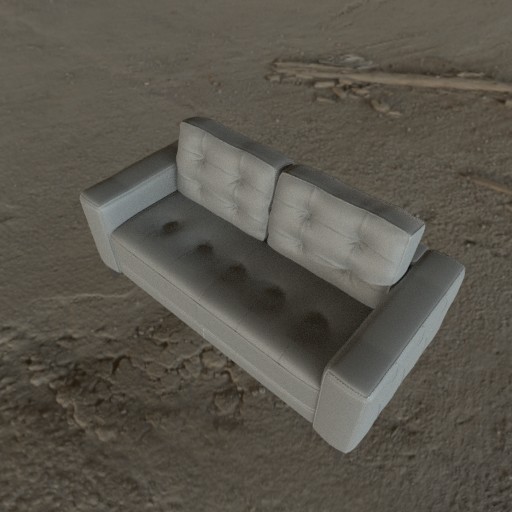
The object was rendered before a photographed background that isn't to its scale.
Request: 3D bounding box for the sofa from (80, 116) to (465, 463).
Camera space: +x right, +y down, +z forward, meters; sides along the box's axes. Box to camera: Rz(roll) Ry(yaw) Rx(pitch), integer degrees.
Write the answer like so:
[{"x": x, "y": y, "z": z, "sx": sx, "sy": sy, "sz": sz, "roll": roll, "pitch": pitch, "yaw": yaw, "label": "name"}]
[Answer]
[{"x": 0.000, "y": 0.000, "z": 2.198, "sx": 1.726, "sy": 0.893, "sz": 0.833, "roll": 32, "pitch": 54, "yaw": 27, "label": "sofa"}]
